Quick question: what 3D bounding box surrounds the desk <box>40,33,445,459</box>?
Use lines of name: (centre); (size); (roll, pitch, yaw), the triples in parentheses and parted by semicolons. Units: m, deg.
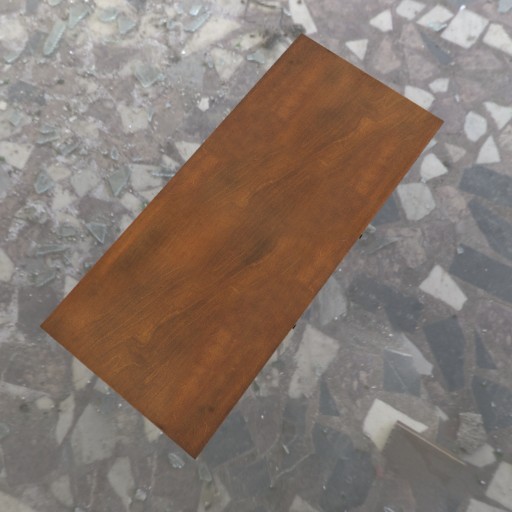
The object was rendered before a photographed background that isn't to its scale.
desk: (0.000, 0.000, 1.551); (0.508, 0.762, 1.117); (36, 77, 9)
